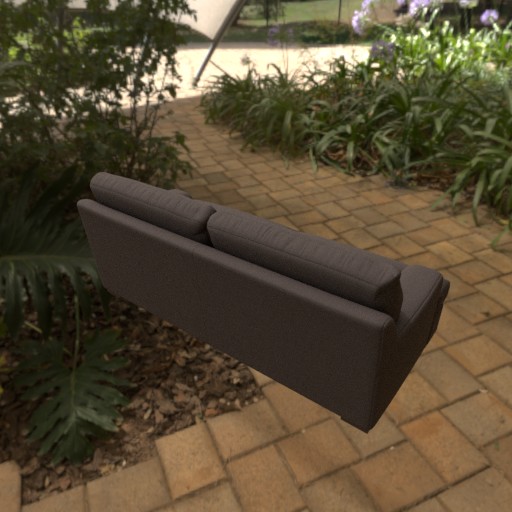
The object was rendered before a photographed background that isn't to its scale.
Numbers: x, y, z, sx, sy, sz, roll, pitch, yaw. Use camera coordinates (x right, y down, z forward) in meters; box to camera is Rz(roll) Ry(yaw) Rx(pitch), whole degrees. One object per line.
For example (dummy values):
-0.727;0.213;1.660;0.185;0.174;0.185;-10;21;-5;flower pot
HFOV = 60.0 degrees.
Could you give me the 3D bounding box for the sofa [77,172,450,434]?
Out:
0.000;0.000;2.932;2.271;0.950;1.140;21;36;32;sofa
